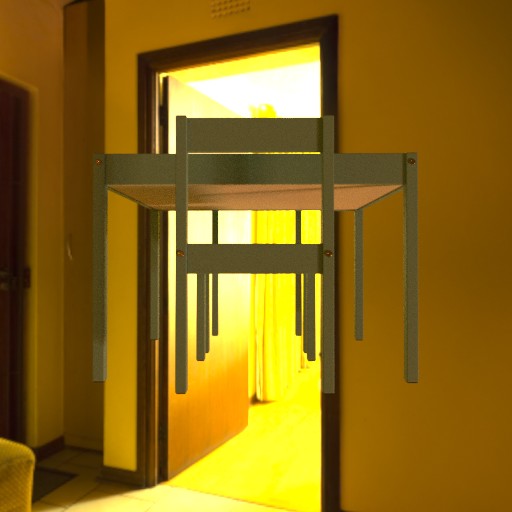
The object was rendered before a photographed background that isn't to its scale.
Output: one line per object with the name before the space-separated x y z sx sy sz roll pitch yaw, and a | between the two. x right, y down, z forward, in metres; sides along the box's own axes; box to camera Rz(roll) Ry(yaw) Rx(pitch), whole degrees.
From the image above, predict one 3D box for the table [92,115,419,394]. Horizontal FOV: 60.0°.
table | 0.000 0.000 1.111 0.639 0.503 0.633 0 -1 0
